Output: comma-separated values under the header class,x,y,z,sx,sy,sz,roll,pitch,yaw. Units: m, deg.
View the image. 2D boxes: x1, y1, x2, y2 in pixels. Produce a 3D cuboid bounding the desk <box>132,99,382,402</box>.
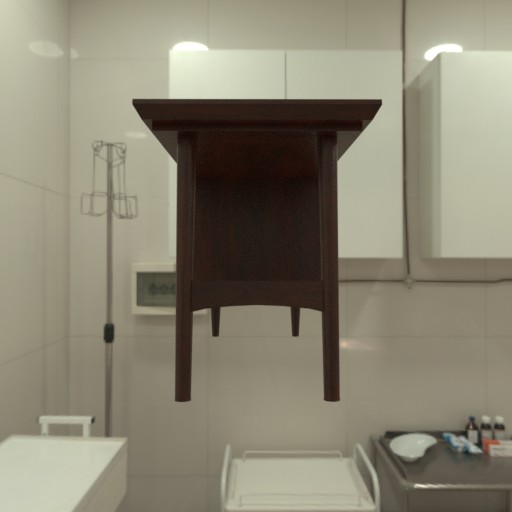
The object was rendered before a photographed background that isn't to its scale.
class,x,y,z,sx,sy,sz,roll,pitch,yaw
desk,0.000,0.000,1.720,0.612,0.758,1.277,0,-1,0
